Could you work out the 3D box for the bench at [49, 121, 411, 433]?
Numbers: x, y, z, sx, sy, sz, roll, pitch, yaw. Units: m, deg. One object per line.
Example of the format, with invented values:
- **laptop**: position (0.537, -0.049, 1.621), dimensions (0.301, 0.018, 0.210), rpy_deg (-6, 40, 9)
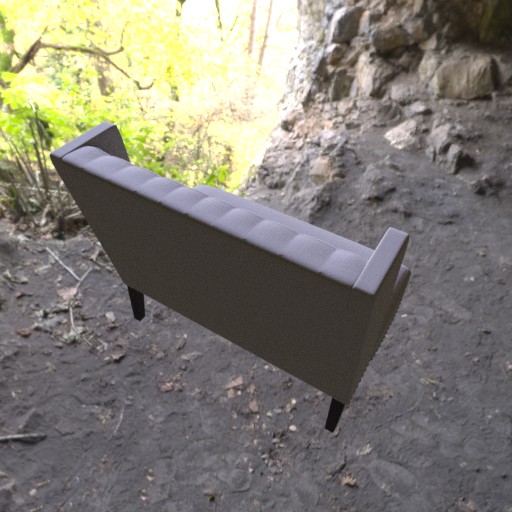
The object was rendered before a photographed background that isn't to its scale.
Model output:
- **bench**: position (0.000, 0.000, 2.022), dimensions (1.280, 1.123, 0.847), rpy_deg (24, 51, 22)
